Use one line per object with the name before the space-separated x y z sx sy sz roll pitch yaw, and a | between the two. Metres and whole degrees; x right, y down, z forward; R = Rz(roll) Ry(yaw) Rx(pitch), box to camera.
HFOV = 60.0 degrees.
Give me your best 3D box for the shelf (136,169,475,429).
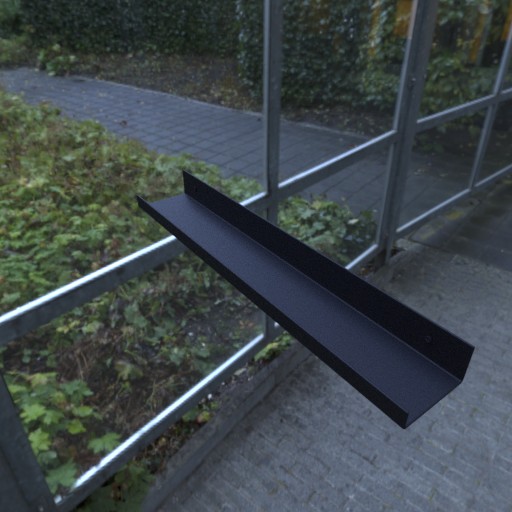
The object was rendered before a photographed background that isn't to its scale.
shelf | 0.000 0.000 0.640 0.102 0.053 0.605 -22 38 -30
